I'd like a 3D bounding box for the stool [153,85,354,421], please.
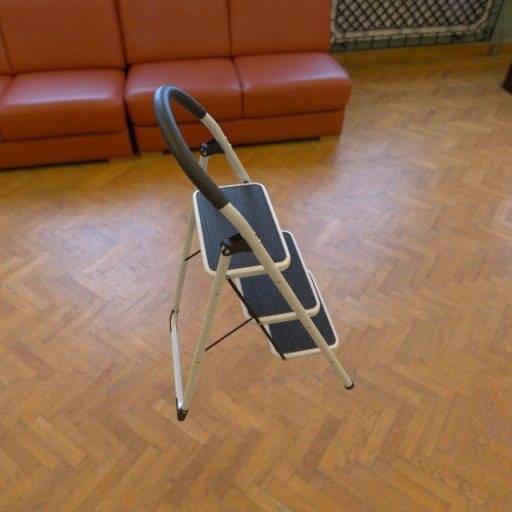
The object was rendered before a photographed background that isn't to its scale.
[{"bbox_3d":[0.000,0.000,1.434,0.676,1.109,0.485,-8,45,-8],"label":"stool"}]
